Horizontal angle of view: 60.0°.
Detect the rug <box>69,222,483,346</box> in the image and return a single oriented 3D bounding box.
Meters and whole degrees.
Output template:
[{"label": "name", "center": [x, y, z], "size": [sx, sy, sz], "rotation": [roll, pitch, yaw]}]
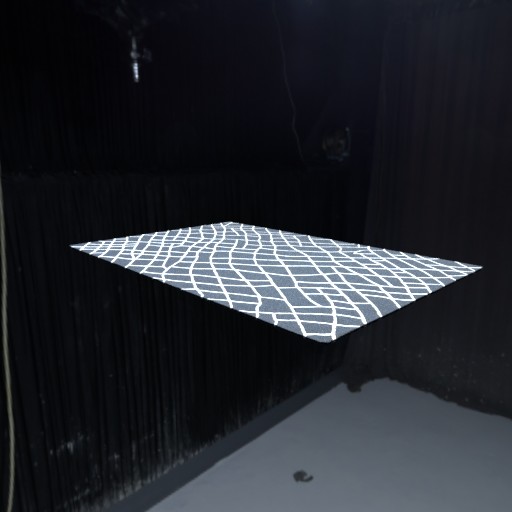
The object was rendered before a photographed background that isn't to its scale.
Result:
[{"label": "rug", "center": [0.000, 0.000, 2.309], "size": [1.223, 0.013, 1.830], "rotation": [-13, 19, -43]}]
